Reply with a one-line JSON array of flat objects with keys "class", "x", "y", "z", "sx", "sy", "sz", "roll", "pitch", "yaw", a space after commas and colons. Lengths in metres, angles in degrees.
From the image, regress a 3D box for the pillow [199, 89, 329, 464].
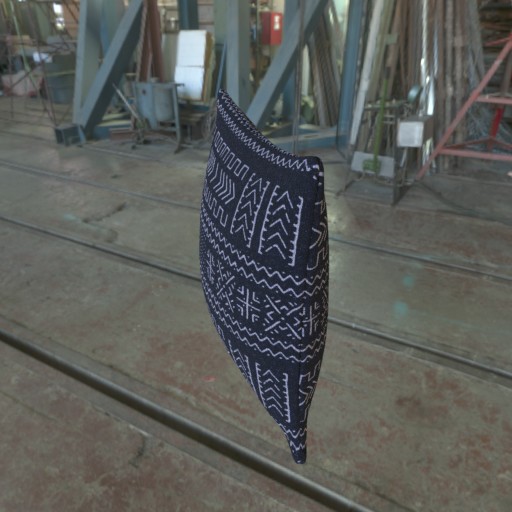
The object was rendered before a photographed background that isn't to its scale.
[{"class": "pillow", "x": 0.000, "y": 0.000, "z": 0.682, "sx": 0.164, "sy": 0.430, "sz": 0.438, "roll": -8, "pitch": 30, "yaw": -14}]
